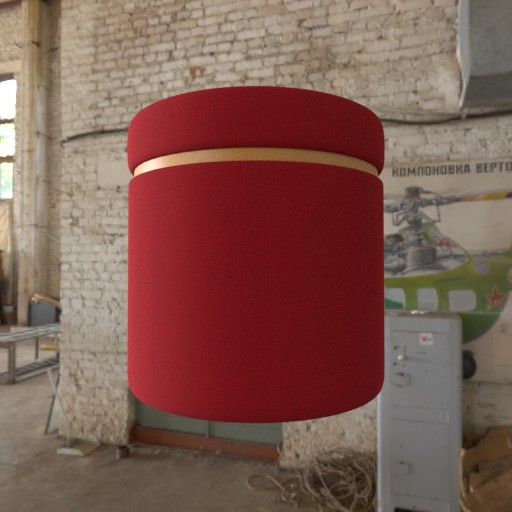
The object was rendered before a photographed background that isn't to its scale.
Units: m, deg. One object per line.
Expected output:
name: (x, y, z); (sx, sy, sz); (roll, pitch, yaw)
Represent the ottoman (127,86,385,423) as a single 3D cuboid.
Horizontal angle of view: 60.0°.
ottoman: (0.000, 0.000, 0.714); (0.400, 0.406, 0.400); (0, -1, 0)
